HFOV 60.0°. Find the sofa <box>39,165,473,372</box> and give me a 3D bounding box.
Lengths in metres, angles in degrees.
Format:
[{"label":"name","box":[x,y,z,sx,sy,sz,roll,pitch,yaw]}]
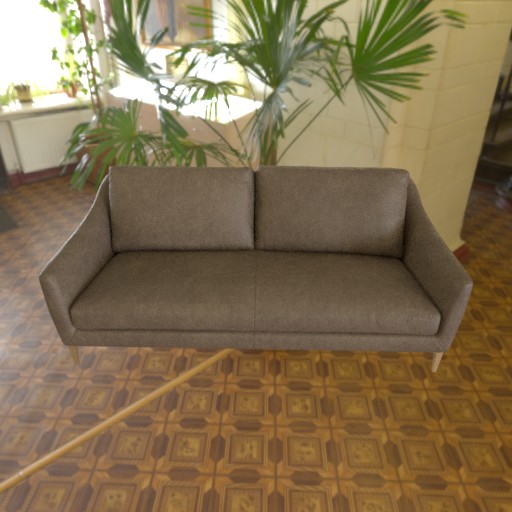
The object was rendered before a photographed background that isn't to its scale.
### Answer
[{"label":"sofa","box":[0.000,0.000,2.520,2.036,0.902,0.960,1,30,1]}]
